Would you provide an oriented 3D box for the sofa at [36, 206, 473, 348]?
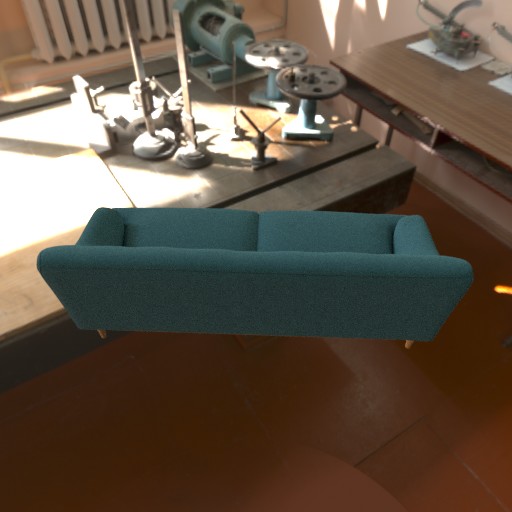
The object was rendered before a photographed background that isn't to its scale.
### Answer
[{"bbox_3d":[0.000,0.000,2.605,2.057,0.871,0.978,2,46,2],"label":"sofa"}]
